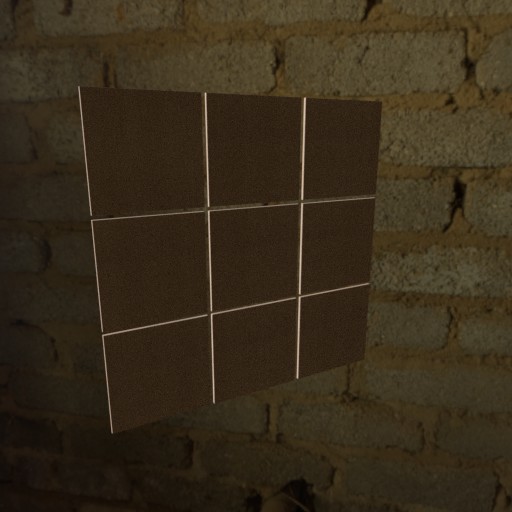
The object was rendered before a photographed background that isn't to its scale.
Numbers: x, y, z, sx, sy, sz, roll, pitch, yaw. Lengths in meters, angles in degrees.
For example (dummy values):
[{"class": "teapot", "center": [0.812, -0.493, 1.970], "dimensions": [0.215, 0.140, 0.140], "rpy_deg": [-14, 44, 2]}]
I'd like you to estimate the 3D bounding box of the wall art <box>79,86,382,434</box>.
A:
[{"class": "wall art", "center": [0.000, 0.000, 1.779], "dimensions": [1.219, 1.218, 0.013], "rpy_deg": [-8, 17, -27]}]
